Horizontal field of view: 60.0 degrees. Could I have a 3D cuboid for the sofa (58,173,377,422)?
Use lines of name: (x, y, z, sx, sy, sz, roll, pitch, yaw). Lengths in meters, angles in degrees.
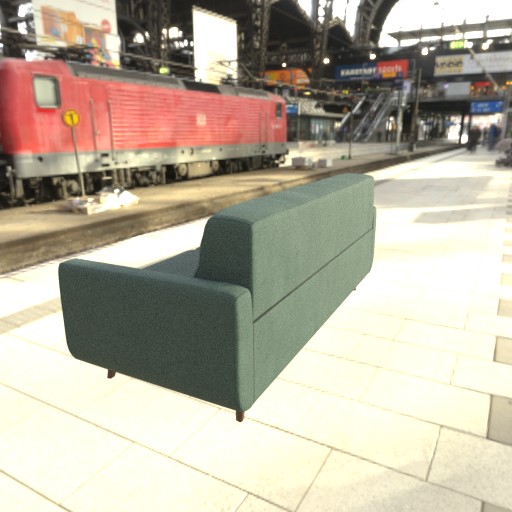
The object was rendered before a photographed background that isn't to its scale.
sofa: (0.000, 0.000, 2.540, 0.909, 0.841, 2.029, 8, 18, 26)
